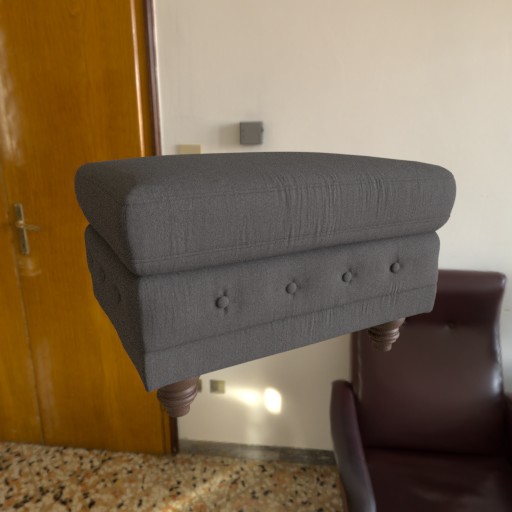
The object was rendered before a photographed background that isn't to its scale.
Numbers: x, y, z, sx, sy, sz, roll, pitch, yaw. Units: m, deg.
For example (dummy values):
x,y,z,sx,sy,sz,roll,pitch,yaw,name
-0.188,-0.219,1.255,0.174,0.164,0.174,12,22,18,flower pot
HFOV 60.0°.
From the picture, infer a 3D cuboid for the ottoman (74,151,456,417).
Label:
x,y,z,sx,sy,sz,roll,pitch,yaw,name
0.000,0.000,1.117,0.771,0.500,0.569,-9,18,-28,ottoman
